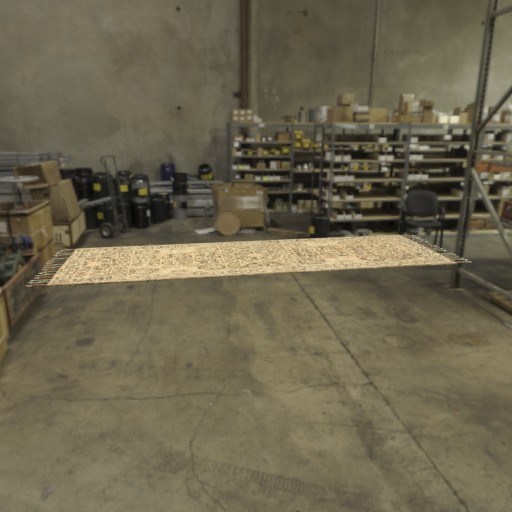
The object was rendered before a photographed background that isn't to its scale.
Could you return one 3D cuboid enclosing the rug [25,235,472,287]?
[{"bbox_3d":[0.000,0.000,2.952,2.664,0.011,0.762,-3,17,-9],"label":"rug"}]
